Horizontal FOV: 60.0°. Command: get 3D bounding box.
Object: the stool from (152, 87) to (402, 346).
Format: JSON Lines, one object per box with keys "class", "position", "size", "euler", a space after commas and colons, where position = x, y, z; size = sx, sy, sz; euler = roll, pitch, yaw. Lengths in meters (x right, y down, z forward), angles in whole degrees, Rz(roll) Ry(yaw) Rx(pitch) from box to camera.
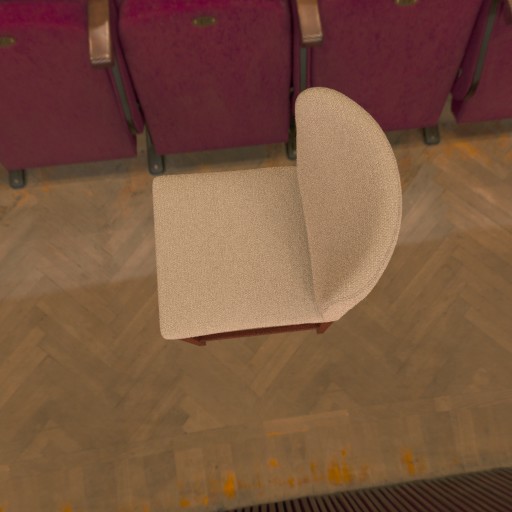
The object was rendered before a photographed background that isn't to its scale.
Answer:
{"class": "stool", "position": [0.000, 0.000, 1.366], "size": [0.568, 1.069, 0.481], "euler": [-6, 75, -2]}
